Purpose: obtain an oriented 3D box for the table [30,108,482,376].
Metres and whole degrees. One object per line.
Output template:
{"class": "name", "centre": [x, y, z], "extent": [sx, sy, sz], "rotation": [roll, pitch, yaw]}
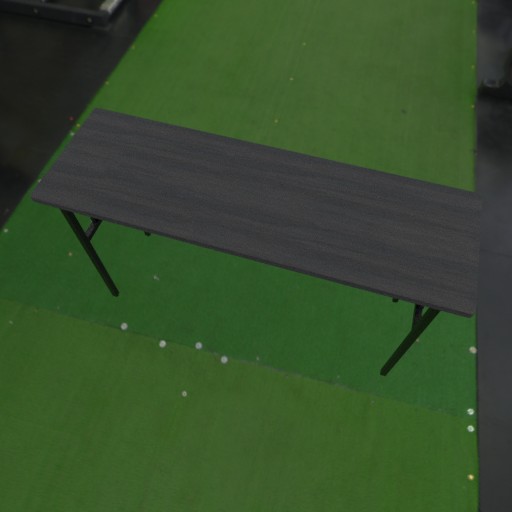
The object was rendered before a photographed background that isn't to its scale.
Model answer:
{"class": "table", "centre": [0.000, 0.000, 1.754], "extent": [1.399, 0.750, 0.449], "rotation": [15, 60, 9]}
